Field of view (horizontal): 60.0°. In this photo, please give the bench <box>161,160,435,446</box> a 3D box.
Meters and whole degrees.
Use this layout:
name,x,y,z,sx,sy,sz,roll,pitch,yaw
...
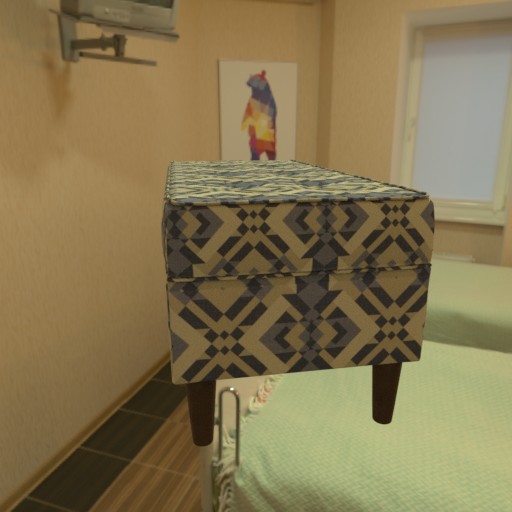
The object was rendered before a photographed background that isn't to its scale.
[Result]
name,x,y,z,sx,sy,sz,roll,pitch,yaw
bench,0.000,0.000,1.269,0.492,0.477,1.016,-3,16,-10
